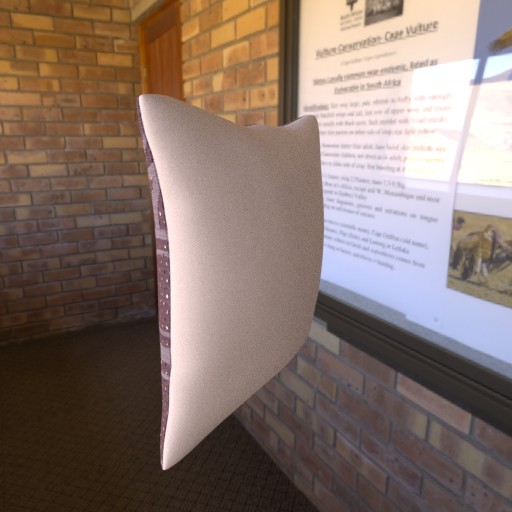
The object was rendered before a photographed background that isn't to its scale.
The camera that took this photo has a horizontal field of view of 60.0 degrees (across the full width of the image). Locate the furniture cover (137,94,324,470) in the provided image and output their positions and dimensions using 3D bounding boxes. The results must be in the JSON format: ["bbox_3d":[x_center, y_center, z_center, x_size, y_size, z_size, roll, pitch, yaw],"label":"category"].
[{"bbox_3d":[0.000,0.000,0.799,0.193,0.509,0.552,8,17,27],"label":"furniture cover"}]
